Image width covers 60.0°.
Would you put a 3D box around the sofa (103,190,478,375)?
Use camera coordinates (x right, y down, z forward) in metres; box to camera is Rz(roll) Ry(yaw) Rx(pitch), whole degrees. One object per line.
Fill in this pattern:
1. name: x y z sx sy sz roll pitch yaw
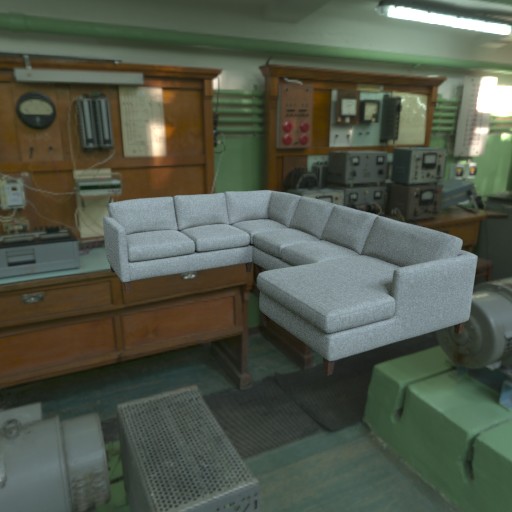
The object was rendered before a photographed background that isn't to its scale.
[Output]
1. sofa: 0.000 0.000 4.763 2.593 0.959 3.460 -9 18 -27
